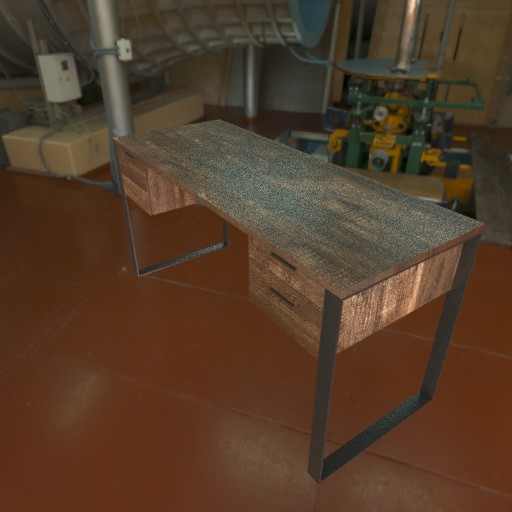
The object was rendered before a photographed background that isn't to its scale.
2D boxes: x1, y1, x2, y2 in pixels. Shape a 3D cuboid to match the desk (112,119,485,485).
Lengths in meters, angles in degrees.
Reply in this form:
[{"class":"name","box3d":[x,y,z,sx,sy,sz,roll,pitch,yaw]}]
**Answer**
[{"class":"desk","box3d":[0.000,0.000,1.904,0.599,0.762,1.524,-20,36,-30]}]
